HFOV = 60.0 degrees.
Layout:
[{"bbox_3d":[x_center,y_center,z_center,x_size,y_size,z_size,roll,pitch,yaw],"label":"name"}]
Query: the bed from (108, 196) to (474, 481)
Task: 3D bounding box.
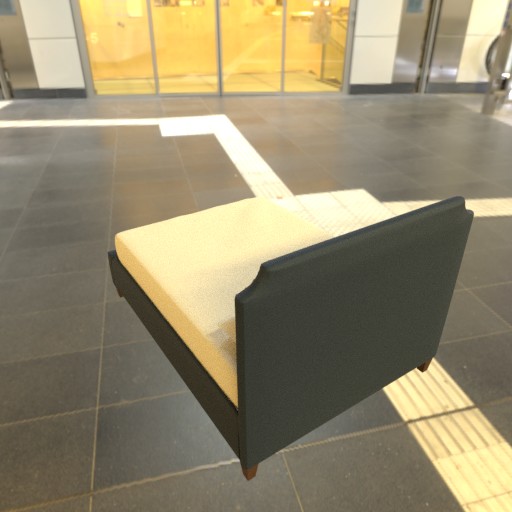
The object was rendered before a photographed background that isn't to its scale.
[{"bbox_3d":[0.000,0.000,3.440,1.712,1.443,2.372,-18,35,-29],"label":"bed"}]
